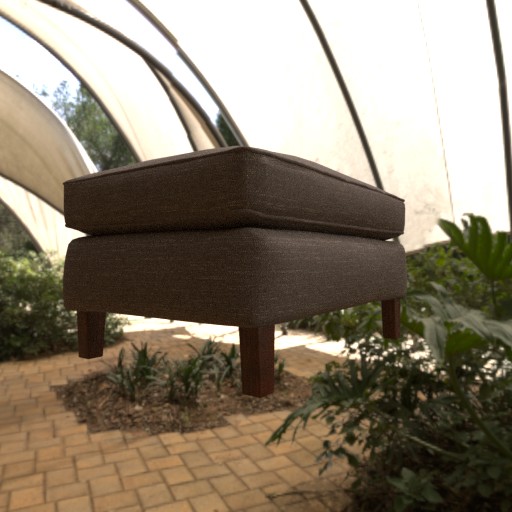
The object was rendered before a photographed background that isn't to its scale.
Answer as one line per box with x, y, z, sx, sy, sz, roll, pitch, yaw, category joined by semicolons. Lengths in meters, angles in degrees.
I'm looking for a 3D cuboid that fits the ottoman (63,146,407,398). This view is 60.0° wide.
0.000;0.000;0.994;0.508;0.406;0.686;0;-1;36;ottoman
